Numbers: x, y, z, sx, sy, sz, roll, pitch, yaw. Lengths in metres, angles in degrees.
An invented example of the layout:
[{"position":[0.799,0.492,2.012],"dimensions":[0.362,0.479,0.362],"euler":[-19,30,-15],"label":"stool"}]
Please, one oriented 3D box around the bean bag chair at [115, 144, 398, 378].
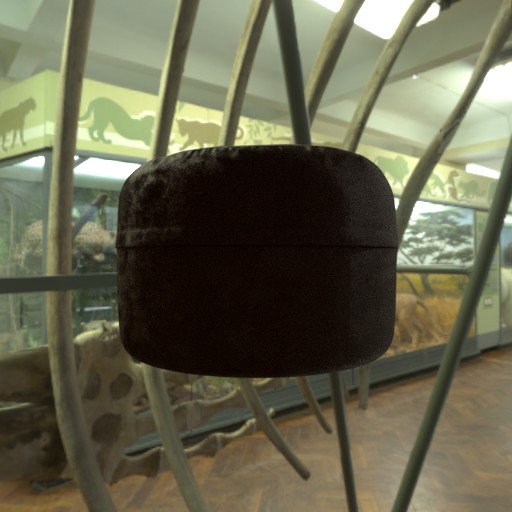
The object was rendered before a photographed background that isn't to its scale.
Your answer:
[{"position":[0.000,0.000,1.508],"dimensions":[0.918,0.616,0.918],"euler":[0,0,0],"label":"bean bag chair"}]
